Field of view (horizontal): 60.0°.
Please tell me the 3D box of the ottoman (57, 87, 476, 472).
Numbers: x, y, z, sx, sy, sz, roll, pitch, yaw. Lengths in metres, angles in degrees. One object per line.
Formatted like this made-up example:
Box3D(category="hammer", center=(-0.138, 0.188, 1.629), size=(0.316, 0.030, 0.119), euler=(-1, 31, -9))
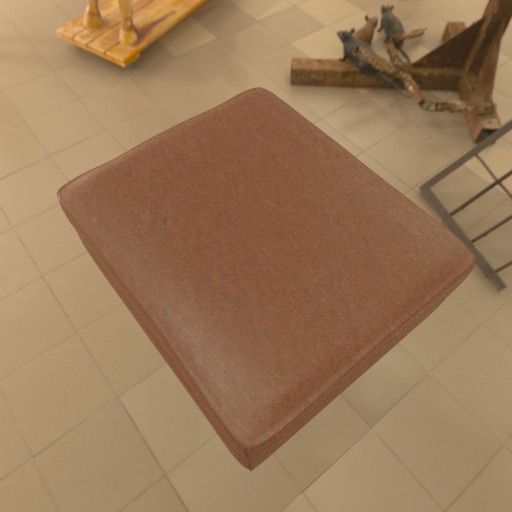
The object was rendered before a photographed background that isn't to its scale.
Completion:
Box3D(category="ottoman", center=(0.000, 0.000, 1.440), size=(0.836, 0.472, 0.987), euler=(-34, 64, -20))
